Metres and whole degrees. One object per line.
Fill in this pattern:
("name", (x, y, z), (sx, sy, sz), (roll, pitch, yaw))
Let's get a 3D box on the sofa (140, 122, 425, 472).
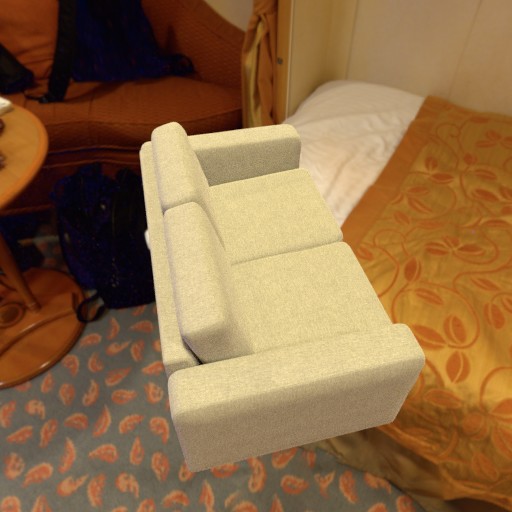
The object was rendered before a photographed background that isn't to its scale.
("sofa", (0.000, 0.000, 2.036), (0.900, 0.800, 1.540), (-10, 47, -9))
